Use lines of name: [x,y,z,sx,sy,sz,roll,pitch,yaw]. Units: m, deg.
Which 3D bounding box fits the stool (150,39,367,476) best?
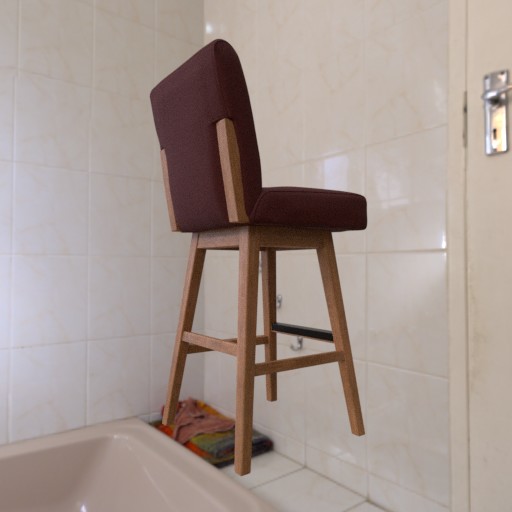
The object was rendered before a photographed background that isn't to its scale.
stool: [0.000,0.000,1.404,0.562,1.093,0.468,1,-2,-36]
